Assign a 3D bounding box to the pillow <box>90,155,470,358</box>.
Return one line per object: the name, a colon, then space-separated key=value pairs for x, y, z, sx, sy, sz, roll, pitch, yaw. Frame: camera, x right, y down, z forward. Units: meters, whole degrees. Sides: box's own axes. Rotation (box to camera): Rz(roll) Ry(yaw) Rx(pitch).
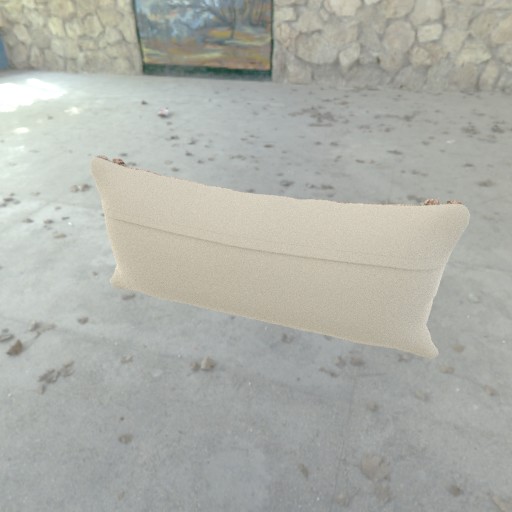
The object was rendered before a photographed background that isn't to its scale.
pillow: x=0.000 y=0.000 z=0.750 sx=0.635 sy=0.282 sz=0.139 roll=10 pitch=33 yaw=16
